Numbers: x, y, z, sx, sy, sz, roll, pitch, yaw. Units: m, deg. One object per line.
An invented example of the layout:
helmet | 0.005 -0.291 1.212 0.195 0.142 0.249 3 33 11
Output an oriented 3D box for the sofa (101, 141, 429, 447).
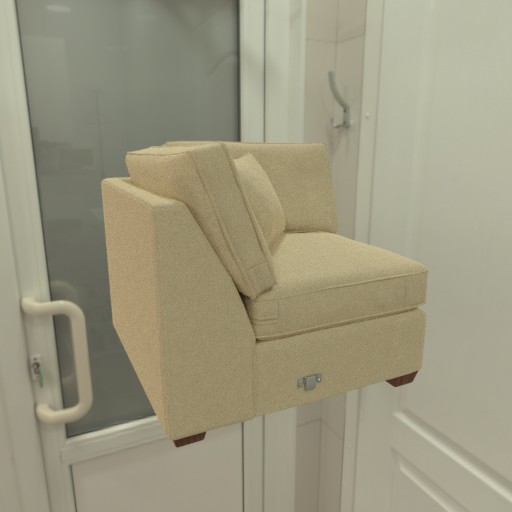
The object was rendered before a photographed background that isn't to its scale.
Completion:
sofa | 0.000 0.000 1.987 1.146 1.002 1.084 -7 16 -25
